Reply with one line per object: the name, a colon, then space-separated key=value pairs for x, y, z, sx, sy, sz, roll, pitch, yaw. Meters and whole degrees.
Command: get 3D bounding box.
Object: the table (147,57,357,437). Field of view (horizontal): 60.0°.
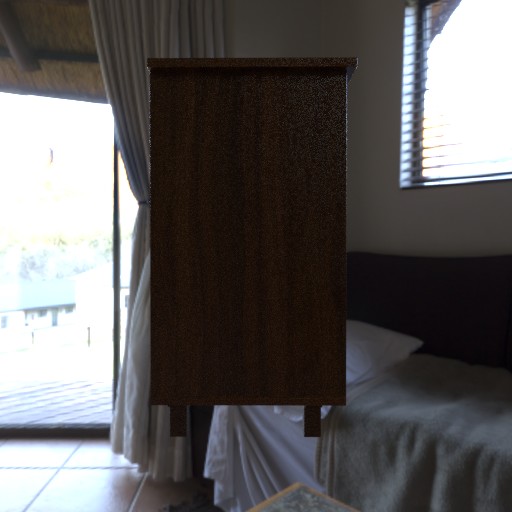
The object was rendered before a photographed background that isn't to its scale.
table: x=0.000 y=0.000 z=1.206 sx=0.390 sy=0.725 sz=0.802 roll=0 pitch=1 yaw=0
